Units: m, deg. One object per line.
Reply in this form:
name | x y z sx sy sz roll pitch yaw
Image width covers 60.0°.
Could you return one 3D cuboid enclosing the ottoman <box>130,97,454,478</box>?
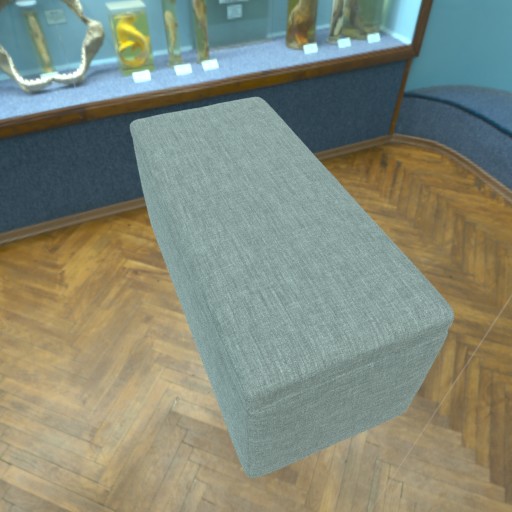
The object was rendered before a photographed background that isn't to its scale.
ottoman | 0.000 0.000 1.128 0.419 0.432 0.902 -17 48 -15
